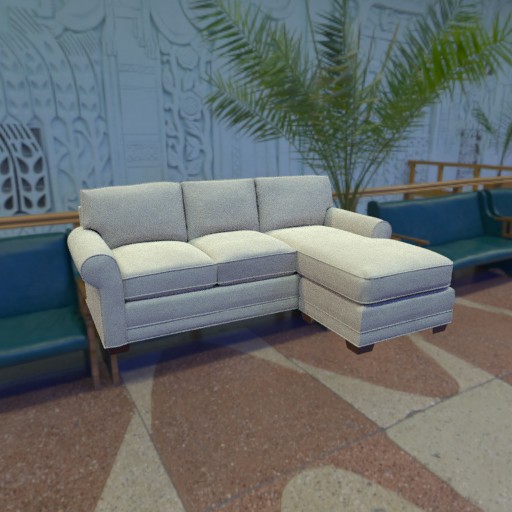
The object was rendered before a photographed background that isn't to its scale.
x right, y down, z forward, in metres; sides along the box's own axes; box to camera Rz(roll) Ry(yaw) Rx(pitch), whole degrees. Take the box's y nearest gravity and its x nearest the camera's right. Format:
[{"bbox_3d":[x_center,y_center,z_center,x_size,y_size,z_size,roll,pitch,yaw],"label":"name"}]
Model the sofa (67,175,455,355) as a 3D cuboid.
[{"bbox_3d":[0.000,0.000,2.361,1.770,0.734,1.226,-8,17,-26],"label":"sofa"}]
